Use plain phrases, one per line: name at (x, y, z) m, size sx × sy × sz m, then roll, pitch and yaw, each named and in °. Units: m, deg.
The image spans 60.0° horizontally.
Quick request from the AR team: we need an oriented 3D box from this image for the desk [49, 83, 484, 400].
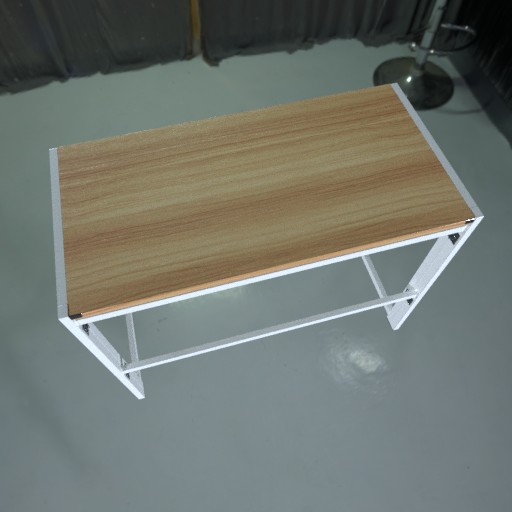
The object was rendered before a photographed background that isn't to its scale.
desk at (0.000, 0.000, 1.461) m, size 1.016 × 0.762 × 0.508 m, roll -13°, pitch 61°, yaw -8°
